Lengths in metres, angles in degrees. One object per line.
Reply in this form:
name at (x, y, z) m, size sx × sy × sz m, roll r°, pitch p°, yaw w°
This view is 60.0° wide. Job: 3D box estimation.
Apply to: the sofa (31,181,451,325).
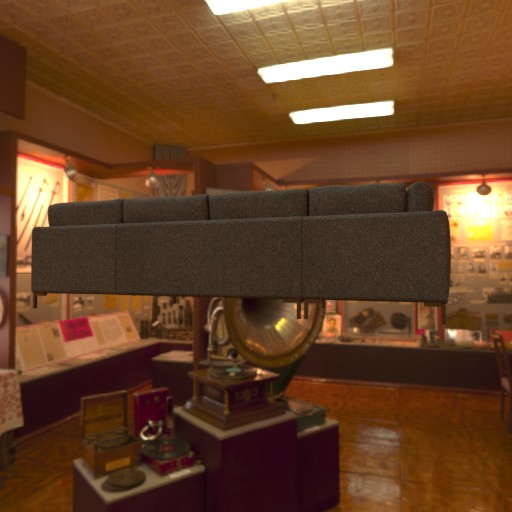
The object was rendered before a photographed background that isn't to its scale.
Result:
sofa at (0.000, 0.000, 3.788) m, size 2.956 × 0.813 × 2.007 m, roll -1°, pitch -2°, yaw 20°
